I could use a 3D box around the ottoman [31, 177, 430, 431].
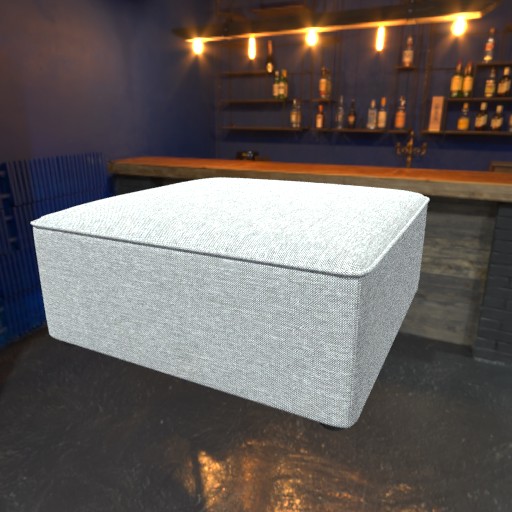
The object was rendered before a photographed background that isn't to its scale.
[{"bbox_3d":[0.000,0.000,1.548,1.005,0.455,1.005,9,19,26],"label":"ottoman"}]
